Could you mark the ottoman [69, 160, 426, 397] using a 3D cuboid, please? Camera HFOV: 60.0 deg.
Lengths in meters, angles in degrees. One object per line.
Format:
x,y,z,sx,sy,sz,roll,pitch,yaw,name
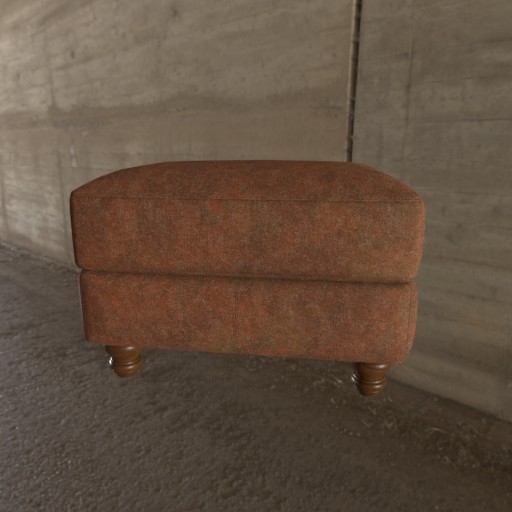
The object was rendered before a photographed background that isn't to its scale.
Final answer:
0.000,0.000,1.200,0.787,0.508,0.635,2,14,8,ottoman
